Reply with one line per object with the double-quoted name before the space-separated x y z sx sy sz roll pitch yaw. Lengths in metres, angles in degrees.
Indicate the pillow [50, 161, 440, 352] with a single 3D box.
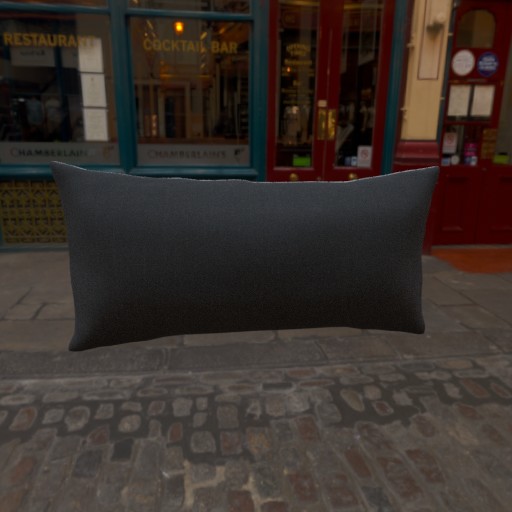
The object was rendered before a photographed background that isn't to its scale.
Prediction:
"pillow" 0.000 0.000 0.722 0.609 0.305 0.151 -2 14 -8
